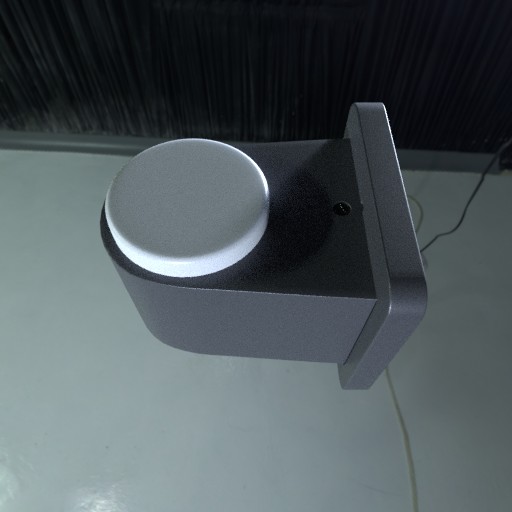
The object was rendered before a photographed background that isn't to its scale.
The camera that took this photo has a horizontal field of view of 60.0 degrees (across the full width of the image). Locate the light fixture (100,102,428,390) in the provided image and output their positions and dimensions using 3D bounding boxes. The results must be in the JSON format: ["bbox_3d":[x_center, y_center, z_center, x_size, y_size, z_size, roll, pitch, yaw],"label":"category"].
[{"bbox_3d":[0.000,0.000,0.220,0.132,0.109,0.109,0,58,0],"label":"light fixture"}]
